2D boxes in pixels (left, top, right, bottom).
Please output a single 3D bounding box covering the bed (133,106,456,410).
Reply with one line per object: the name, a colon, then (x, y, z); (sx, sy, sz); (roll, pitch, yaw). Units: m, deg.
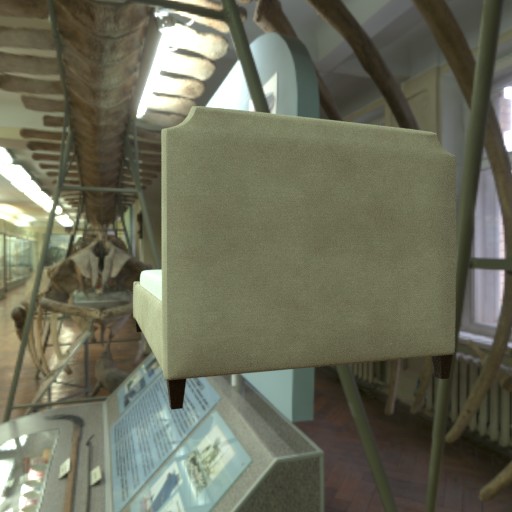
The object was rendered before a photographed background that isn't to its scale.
bed: (0.000, 0.000, 3.414); (1.712, 1.443, 2.372); (0, 0, -19)
